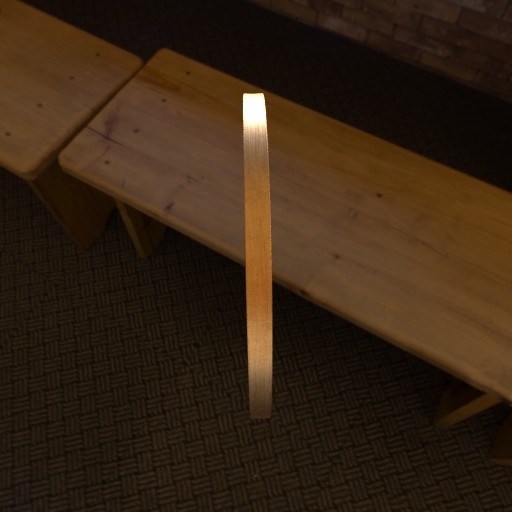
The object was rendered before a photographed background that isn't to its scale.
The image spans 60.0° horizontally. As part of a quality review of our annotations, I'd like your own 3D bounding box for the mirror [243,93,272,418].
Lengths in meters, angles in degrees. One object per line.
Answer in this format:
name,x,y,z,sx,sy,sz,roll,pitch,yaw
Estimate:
mirror,0.000,0.000,0.821,0.032,0.565,0.565,-1,64,-1
